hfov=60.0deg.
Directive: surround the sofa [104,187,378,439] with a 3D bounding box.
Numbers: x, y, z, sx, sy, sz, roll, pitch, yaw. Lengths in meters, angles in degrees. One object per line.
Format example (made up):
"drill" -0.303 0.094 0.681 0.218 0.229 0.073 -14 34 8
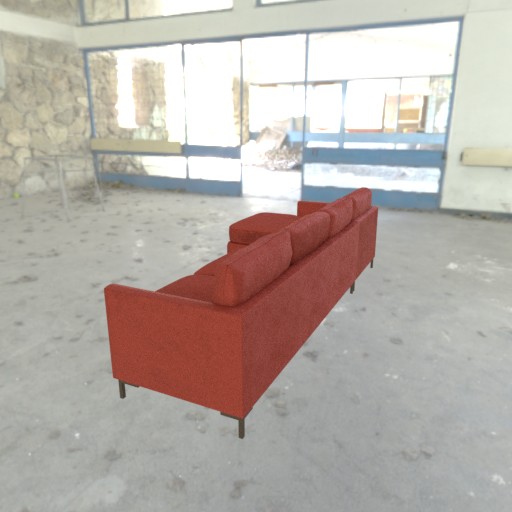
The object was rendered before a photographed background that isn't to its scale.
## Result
"sofa" 0.000 0.000 4.009 1.500 0.967 3.400 8 18 25
